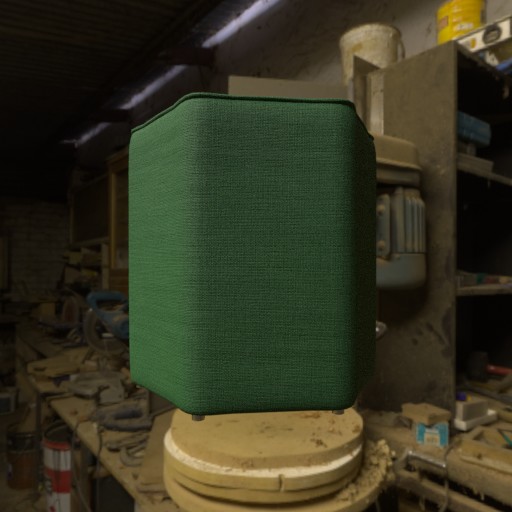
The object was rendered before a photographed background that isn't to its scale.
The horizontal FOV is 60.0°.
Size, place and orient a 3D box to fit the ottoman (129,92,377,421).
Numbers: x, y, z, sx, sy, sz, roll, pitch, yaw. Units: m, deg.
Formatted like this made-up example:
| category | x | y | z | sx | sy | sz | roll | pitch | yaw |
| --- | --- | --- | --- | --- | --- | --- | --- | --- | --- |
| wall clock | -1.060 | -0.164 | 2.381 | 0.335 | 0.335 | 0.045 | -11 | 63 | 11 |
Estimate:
| category | x | y | z | sx | sy | sz | roll | pitch | yaw |
| --- | --- | --- | --- | --- | --- | --- | --- | --- | --- |
| ottoman | 0.000 | 0.000 | 0.890 | 0.444 | 0.507 | 0.499 | 1 | -1 | -37 |
